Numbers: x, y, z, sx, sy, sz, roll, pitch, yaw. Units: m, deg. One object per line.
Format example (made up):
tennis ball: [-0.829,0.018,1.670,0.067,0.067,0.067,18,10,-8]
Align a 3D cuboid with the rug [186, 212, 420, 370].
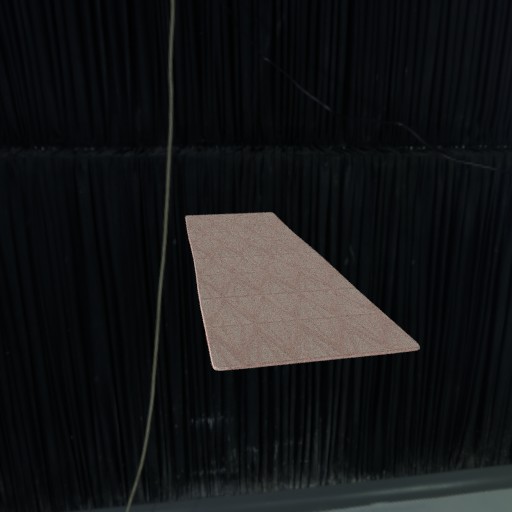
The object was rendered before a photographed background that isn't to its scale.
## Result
rug: [0.000,0.000,2.673,0.760,0.015,2.435,-3,18,-10]
